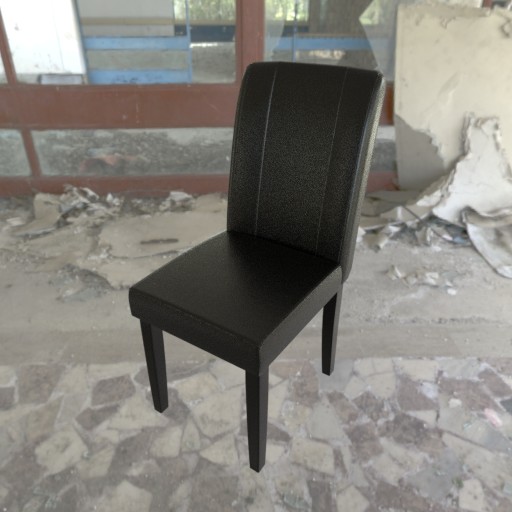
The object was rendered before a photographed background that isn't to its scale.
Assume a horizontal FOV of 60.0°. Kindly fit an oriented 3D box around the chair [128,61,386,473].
[{"bbox_3d":[0.000,0.000,1.169,0.399,0.897,0.556,18,34,29],"label":"chair"}]
